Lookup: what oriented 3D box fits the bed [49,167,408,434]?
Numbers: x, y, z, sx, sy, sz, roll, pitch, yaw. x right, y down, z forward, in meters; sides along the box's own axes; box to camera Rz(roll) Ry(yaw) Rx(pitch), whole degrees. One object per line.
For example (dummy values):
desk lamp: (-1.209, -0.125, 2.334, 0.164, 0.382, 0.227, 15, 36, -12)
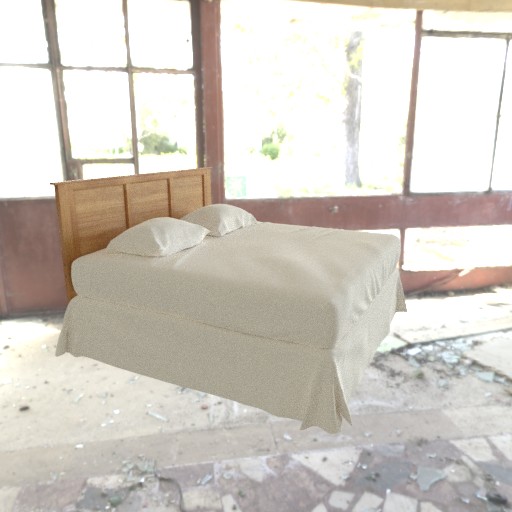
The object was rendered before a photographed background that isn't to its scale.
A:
bed: (0.000, 0.000, 3.630, 2.215, 1.270, 2.317, 7, 16, 26)
